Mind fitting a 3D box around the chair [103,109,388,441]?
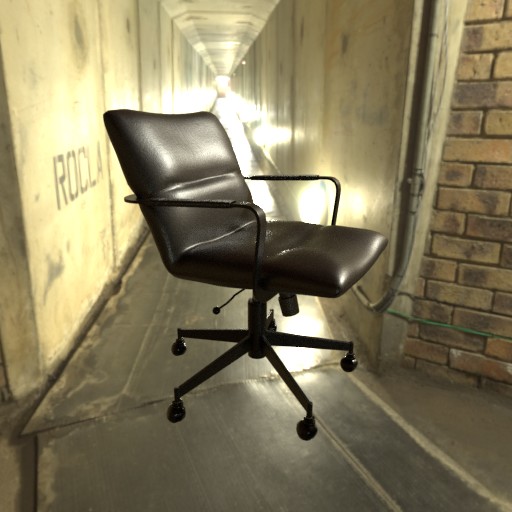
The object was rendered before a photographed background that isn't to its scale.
[{"bbox_3d":[0.000,0.000,1.464,0.748,0.922,0.719,9,19,27],"label":"chair"}]
